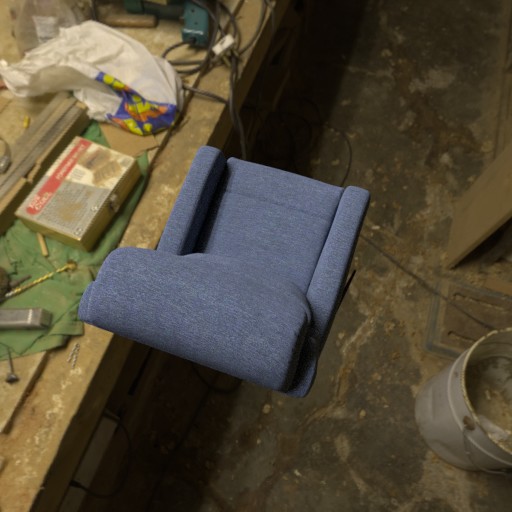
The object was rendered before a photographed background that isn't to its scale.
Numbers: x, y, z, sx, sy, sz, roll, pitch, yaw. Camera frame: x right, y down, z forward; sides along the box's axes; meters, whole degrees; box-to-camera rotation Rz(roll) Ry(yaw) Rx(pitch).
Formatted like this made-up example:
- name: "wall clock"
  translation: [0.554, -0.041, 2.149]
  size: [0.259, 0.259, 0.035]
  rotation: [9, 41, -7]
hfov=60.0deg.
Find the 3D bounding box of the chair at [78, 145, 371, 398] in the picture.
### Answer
- name: "chair"
  translation: [0.000, 0.000, 1.705]
  size: [0.798, 1.013, 1.043]
  rotation: [17, 64, 9]
